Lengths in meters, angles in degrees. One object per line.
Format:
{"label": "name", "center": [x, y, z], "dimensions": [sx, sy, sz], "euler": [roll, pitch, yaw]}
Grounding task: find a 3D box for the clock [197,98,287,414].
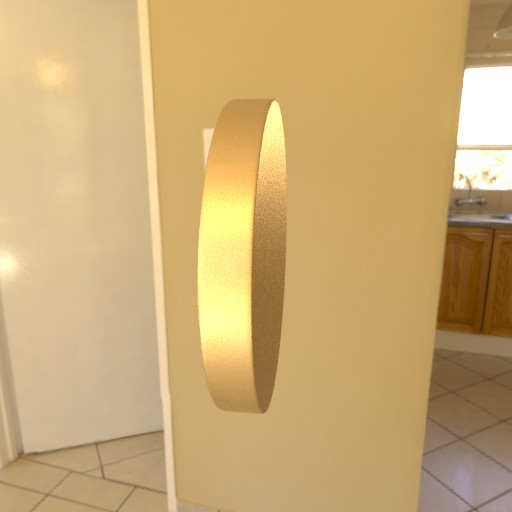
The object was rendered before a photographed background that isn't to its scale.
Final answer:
{"label": "clock", "center": [0.000, 0.000, 0.469], "dimensions": [0.040, 0.314, 0.314], "euler": [2, 14, 8]}
